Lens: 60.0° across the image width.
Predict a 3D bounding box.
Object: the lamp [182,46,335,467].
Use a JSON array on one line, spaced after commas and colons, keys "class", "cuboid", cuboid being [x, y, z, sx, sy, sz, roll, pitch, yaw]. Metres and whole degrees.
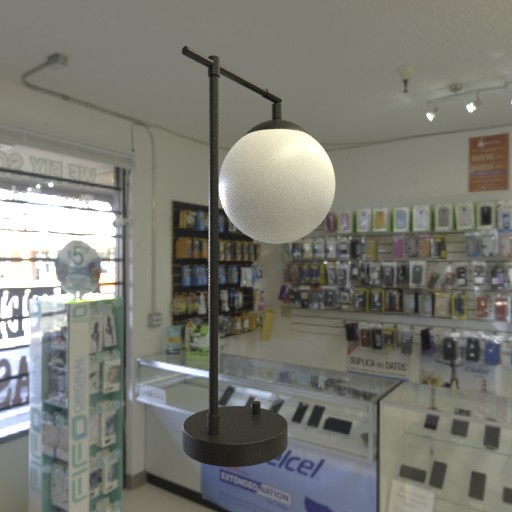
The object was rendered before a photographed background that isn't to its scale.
[{"class": "lamp", "cuboid": [0.000, 0.000, 0.705, 0.197, 0.559, 0.316, -1, -1, 36]}]
